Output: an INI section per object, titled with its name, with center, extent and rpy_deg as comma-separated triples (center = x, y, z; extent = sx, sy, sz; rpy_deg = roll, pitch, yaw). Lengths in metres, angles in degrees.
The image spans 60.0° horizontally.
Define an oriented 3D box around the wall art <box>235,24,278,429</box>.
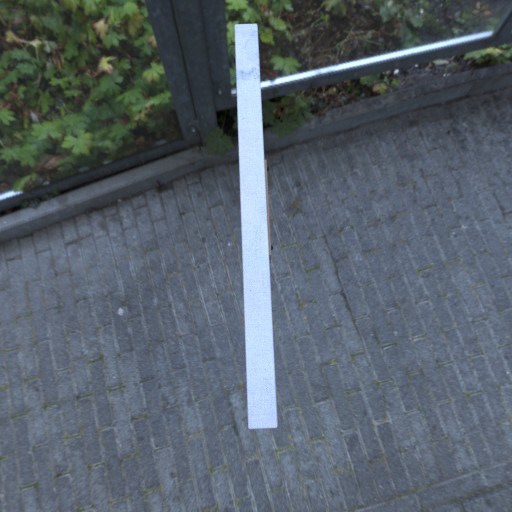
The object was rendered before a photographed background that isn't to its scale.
[wall art]
center = 0.000, 0.000, 0.920
extent = 0.044, 0.605, 0.605
rpy_deg = -2, 75, -1
